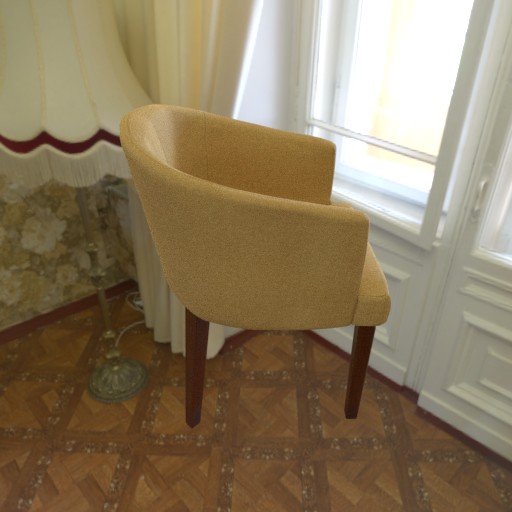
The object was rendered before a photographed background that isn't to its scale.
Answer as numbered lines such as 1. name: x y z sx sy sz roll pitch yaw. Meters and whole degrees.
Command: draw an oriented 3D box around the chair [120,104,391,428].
1. chair: 0.000 0.000 1.283 0.655 0.811 0.583 0 32 0
